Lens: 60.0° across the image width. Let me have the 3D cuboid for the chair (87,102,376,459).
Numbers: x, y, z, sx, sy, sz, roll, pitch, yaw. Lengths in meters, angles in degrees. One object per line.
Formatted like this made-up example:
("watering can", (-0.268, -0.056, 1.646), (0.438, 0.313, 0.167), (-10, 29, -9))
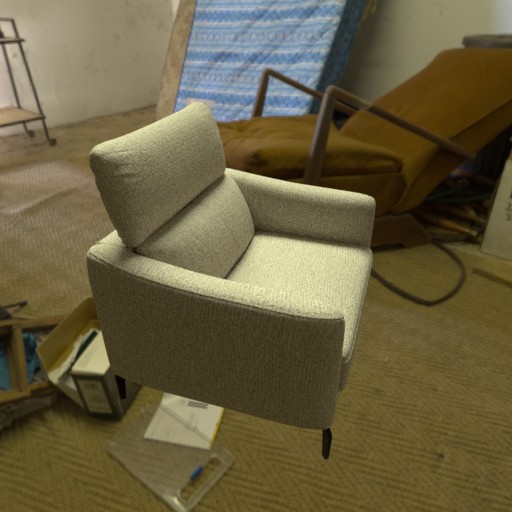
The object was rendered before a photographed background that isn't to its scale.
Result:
("chair", (0.000, 0.000, 1.681), (0.835, 0.967, 0.972), (10, 32, 16))
